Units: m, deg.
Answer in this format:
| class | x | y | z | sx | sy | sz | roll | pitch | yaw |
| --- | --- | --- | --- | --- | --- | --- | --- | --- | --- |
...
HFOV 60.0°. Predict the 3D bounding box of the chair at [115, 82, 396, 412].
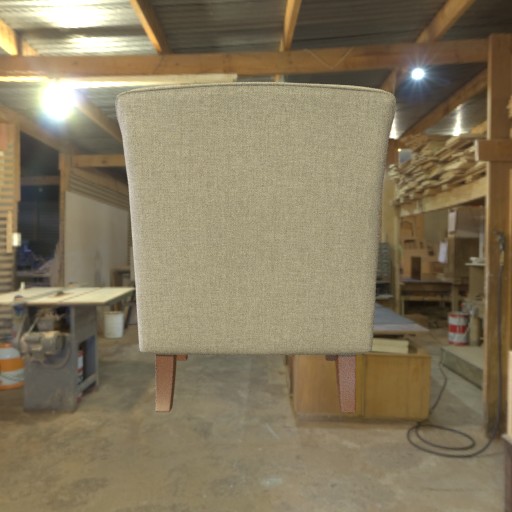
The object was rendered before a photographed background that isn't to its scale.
| class | x | y | z | sx | sy | sz | roll | pitch | yaw |
| --- | --- | --- | --- | --- | --- | --- | --- | --- | --- |
| chair | 0.000 | 0.000 | 1.787 | 0.887 | 1.047 | 0.993 | 0 | 1 | 0 |
